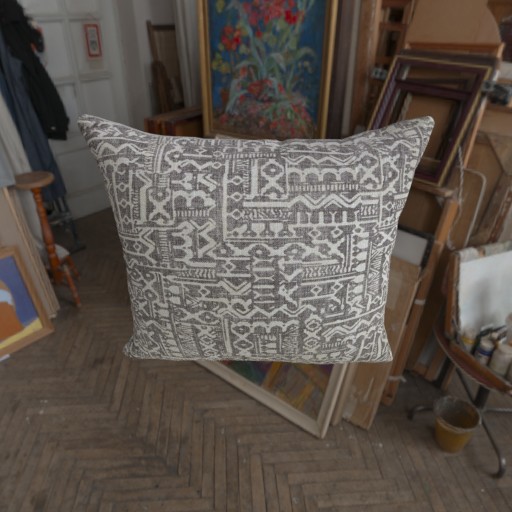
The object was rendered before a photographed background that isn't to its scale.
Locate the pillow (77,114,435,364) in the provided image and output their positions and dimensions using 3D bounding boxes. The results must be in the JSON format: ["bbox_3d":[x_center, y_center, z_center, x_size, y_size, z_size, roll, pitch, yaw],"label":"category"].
[{"bbox_3d":[0.000,0.000,0.783,0.546,0.487,0.180,1,30,2],"label":"pillow"}]
